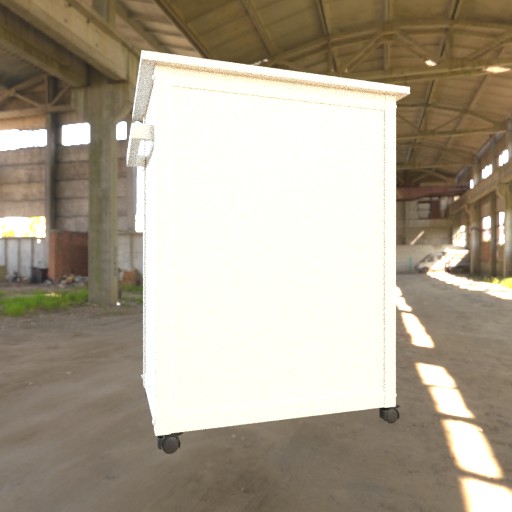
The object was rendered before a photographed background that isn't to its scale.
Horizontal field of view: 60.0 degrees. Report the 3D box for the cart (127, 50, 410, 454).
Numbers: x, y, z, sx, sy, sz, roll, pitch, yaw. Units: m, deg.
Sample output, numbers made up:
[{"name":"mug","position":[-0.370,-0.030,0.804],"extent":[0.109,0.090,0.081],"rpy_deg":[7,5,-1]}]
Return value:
[{"name":"cart","position":[0.000,0.000,1.238],"extent":[0.683,0.864,0.442],"rpy_deg":[0,0,-18]}]
